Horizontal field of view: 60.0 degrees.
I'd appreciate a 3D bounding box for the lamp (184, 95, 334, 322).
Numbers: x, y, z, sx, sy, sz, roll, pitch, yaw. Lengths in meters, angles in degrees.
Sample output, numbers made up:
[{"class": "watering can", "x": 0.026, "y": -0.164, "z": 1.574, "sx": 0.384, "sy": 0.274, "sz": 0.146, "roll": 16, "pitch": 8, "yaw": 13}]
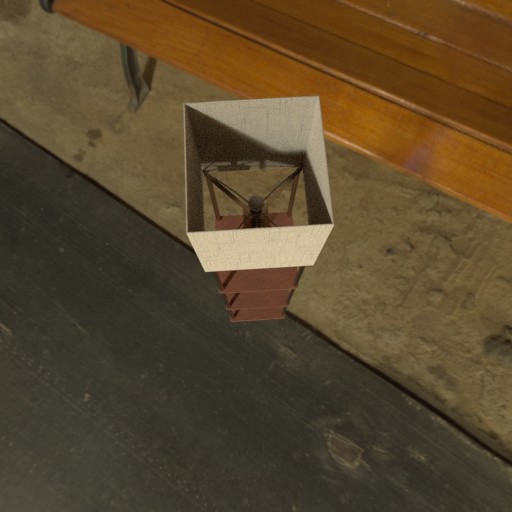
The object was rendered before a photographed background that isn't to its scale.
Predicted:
[{"class": "lamp", "x": 0.000, "y": 0.000, "z": 1.716, "sx": 0.308, "sy": 1.569, "sz": 0.310, "roll": -3, "pitch": 75, "yaw": -1}]
